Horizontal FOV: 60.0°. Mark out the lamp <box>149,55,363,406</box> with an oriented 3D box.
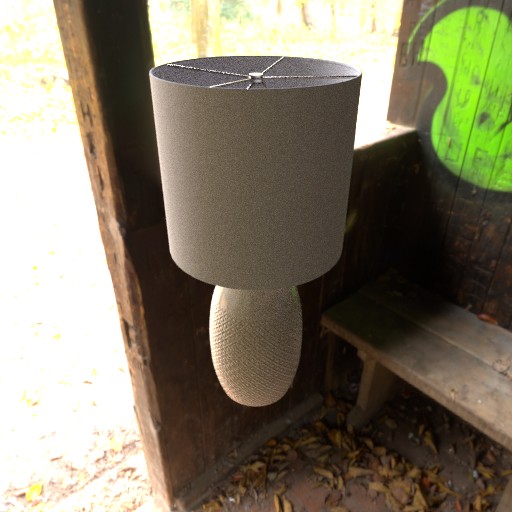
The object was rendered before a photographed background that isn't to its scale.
[{"bbox_3d":[0.000,0.000,0.576,0.217,0.453,0.217,11,33,18],"label":"lamp"}]
